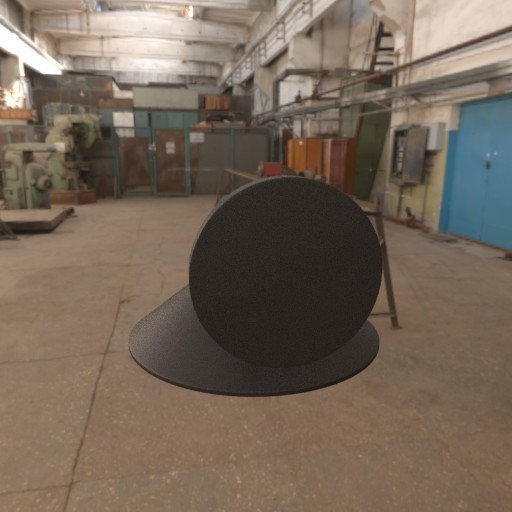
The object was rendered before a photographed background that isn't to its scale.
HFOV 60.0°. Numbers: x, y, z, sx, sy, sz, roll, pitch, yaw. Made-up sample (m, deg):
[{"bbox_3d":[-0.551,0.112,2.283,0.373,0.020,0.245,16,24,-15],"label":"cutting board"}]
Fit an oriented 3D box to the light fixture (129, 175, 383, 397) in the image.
[{"bbox_3d":[0.000,0.000,0.678,0.396,0.265,0.434,-2,14,-9],"label":"light fixture"}]
